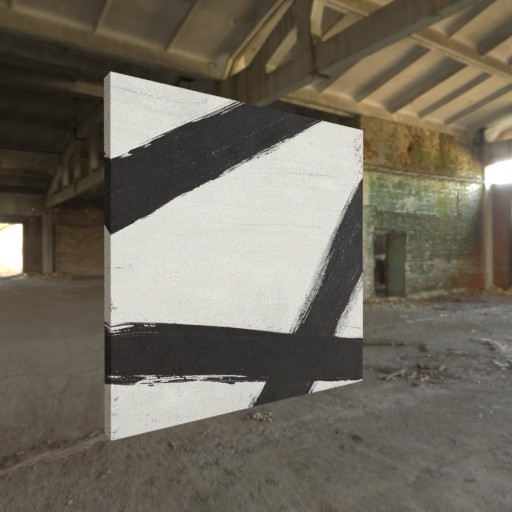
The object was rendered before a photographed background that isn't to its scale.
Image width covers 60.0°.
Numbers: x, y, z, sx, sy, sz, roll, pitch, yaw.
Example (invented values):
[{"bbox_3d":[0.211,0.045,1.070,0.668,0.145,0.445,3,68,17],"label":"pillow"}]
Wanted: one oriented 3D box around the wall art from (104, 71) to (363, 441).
[{"bbox_3d":[0.000,0.000,1.154,0.765,0.765,0.046,0,0,-35],"label":"wall art"}]
